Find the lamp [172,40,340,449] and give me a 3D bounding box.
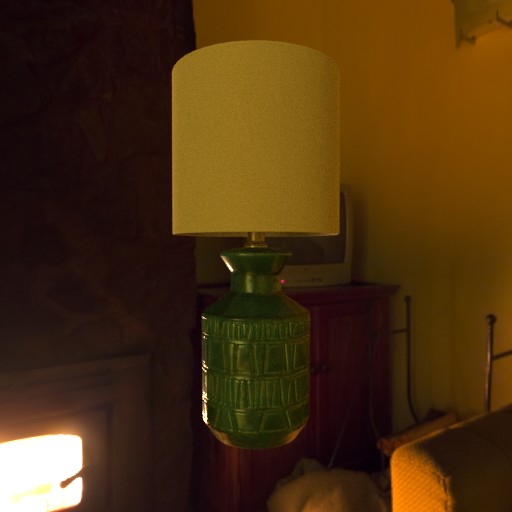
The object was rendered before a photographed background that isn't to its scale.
[{"bbox_3d":[0.000,0.000,0.572,0.211,0.455,0.211,1,1,36],"label":"lamp"}]
